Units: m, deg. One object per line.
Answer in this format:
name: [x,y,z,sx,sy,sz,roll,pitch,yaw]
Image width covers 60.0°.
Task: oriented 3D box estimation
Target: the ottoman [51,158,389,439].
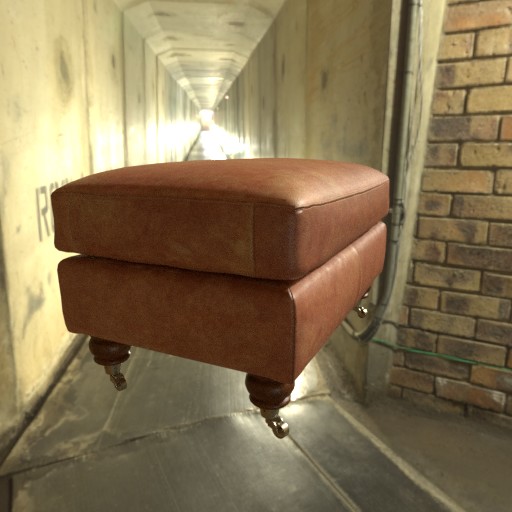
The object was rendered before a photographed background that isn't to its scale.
ottoman: [0.000,0.000,1.176,0.565,0.507,0.852,6,15,25]
